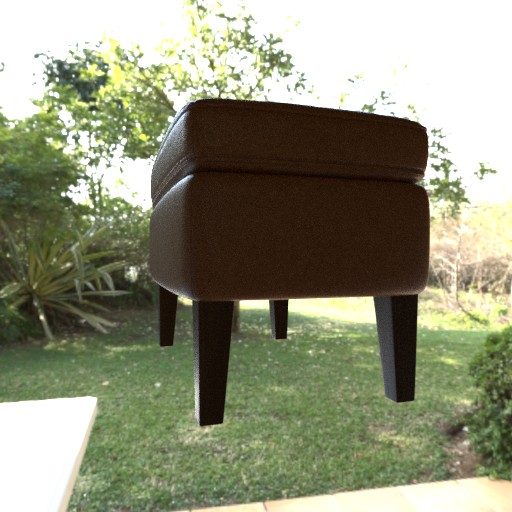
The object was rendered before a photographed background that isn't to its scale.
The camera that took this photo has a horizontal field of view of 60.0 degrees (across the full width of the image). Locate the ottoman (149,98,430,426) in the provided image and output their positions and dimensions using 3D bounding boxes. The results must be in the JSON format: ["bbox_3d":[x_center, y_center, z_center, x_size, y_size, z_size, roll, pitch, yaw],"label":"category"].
[{"bbox_3d":[0.000,0.000,0.950,0.420,0.480,0.670,0,0,-18],"label":"ottoman"}]
